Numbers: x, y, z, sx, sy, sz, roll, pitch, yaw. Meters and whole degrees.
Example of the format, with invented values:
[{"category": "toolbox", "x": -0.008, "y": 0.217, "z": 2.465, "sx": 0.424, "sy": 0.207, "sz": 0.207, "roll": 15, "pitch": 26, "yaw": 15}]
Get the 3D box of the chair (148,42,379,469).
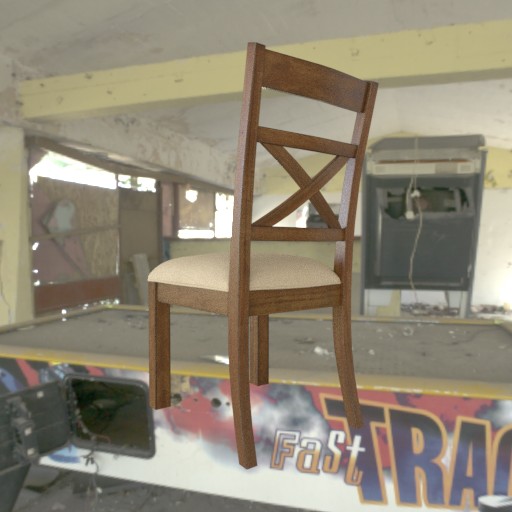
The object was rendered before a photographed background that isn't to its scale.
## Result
[{"category": "chair", "x": 0.000, "y": 0.000, "z": 1.300, "sx": 0.461, "sy": 0.949, "sz": 0.581, "roll": -1, "pitch": 2, "yaw": -36}]
